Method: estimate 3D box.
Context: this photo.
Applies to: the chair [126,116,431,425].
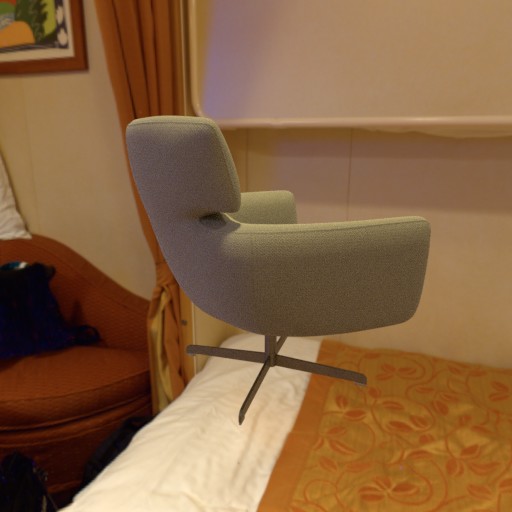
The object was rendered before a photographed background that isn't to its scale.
[{"bbox_3d":[0.000,0.000,1.383,0.730,0.810,0.760,-7,16,-26],"label":"chair"}]
